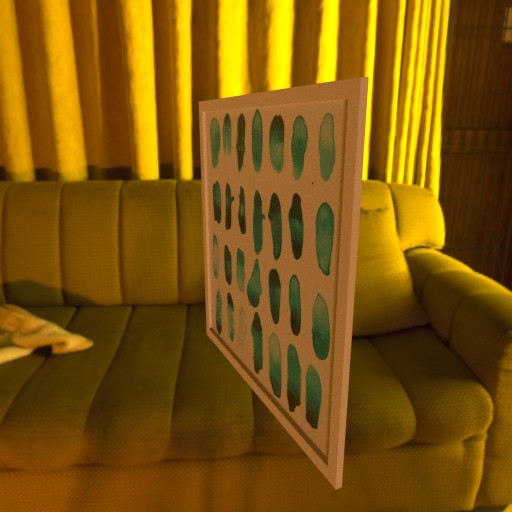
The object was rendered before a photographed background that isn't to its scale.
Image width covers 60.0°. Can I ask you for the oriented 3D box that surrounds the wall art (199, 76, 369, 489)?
[{"bbox_3d":[0.000,0.000,0.662,0.009,0.457,0.456,-8,18,-25],"label":"wall art"}]
